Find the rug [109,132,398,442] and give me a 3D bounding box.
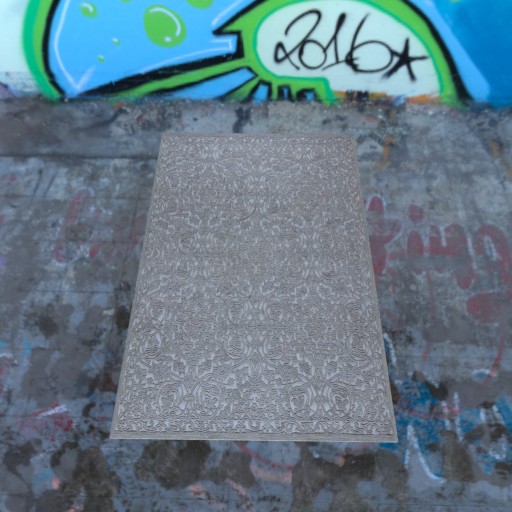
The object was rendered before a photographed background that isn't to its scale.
[{"bbox_3d":[0.000,0.000,2.352,1.221,0.006,1.827,1,59,0],"label":"rug"}]
